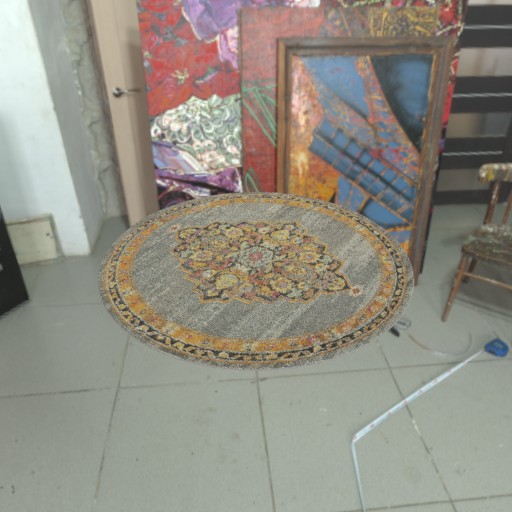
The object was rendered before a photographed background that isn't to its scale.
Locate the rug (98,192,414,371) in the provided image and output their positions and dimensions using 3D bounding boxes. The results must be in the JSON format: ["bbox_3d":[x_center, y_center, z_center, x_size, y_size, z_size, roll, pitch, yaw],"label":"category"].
[{"bbox_3d":[0.000,0.000,3.486,2.382,0.014,2.382,0,33,0],"label":"rug"}]
